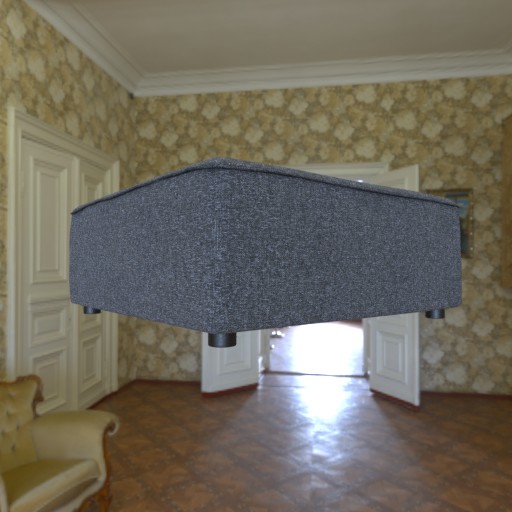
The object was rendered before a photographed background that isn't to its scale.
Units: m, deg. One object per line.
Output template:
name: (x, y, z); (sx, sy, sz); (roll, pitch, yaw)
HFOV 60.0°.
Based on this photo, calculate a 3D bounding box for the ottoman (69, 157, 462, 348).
ottoman: (0.000, 0.000, 1.580); (1.021, 0.423, 1.017); (1, -2, -38)
